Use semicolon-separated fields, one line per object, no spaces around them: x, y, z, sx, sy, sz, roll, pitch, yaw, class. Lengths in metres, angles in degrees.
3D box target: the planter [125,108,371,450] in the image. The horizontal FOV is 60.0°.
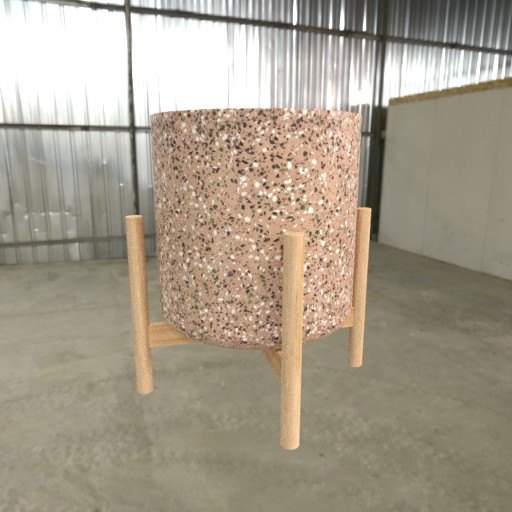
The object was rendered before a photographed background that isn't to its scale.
0.000;0.000;0.699;0.360;0.419;0.360;2;14;8;planter
